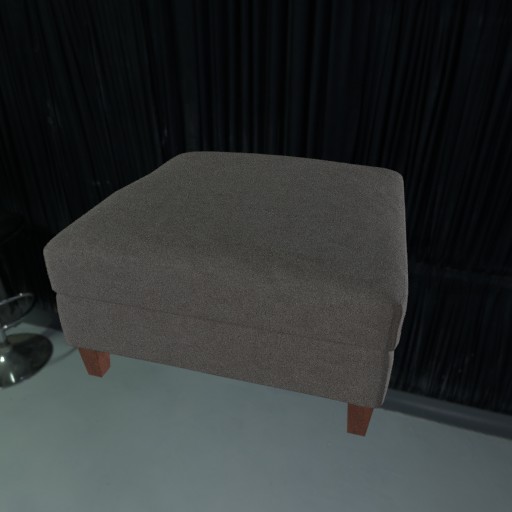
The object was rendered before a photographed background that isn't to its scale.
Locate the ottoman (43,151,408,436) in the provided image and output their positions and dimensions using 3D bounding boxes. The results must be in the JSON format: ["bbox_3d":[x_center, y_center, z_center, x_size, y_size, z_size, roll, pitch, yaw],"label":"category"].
[{"bbox_3d":[0.000,0.000,1.409,0.861,0.482,0.881,8,30,14],"label":"ottoman"}]
